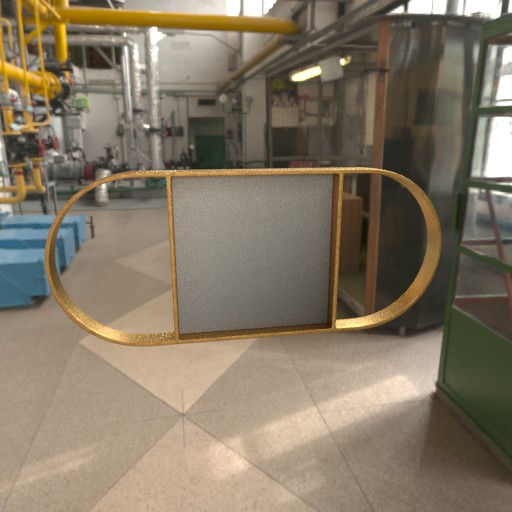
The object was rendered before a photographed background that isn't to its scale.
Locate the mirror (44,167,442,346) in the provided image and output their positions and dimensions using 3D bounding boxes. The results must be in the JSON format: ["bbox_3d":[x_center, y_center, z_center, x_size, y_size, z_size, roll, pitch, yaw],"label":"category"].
[{"bbox_3d":[0.000,0.000,0.662,0.584,0.254,0.032,-3,16,-9],"label":"mirror"}]
